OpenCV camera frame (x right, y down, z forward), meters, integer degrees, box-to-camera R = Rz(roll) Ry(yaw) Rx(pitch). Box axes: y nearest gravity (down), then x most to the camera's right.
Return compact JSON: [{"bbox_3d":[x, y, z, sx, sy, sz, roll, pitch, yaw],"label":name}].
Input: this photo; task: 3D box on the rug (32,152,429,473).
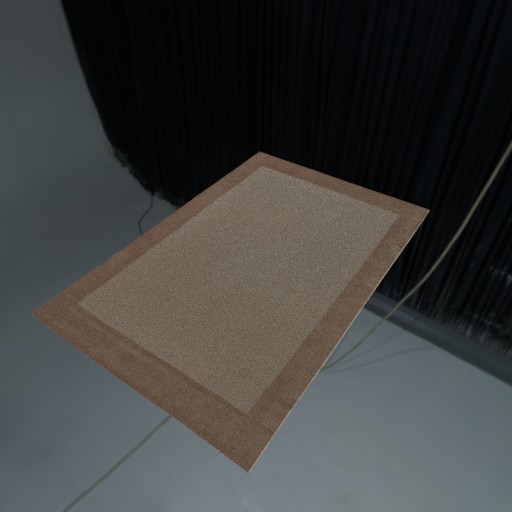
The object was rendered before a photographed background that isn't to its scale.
[{"bbox_3d":[0.000,0.000,2.313,1.219,0.014,1.829,25,48,25],"label":"rug"}]
